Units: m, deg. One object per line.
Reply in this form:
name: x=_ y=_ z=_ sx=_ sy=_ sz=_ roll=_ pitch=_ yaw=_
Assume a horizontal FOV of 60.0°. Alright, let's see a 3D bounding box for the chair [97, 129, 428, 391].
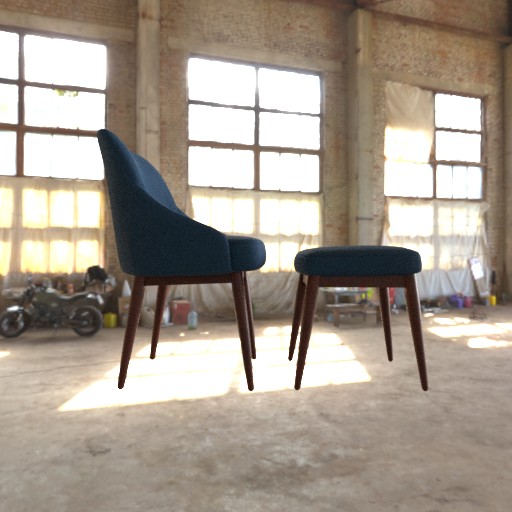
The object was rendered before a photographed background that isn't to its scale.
chair: x=0.000 y=0.000 z=1.630 sx=1.114 sy=0.866 sz=0.584 roll=0 pitch=0 yaw=1
